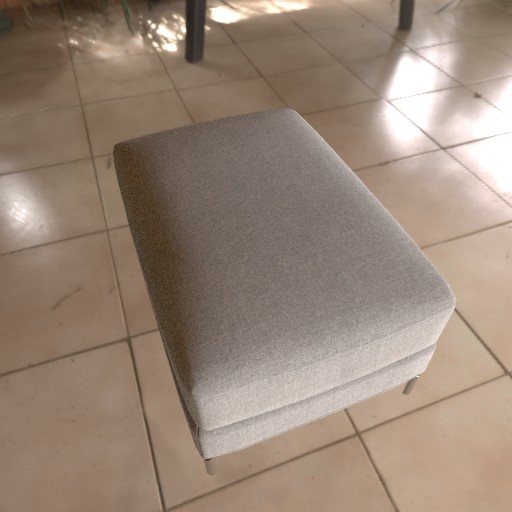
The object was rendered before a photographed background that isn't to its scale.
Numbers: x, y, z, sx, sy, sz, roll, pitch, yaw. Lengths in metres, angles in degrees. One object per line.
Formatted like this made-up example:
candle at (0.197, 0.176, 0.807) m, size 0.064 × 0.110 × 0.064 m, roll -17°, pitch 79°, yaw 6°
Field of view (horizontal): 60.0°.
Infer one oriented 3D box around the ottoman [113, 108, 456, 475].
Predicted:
ottoman at (0.000, 0.000, 1.173) m, size 0.584 × 0.457 × 0.838 m, roll -16°, pitch 49°, yaw -14°
